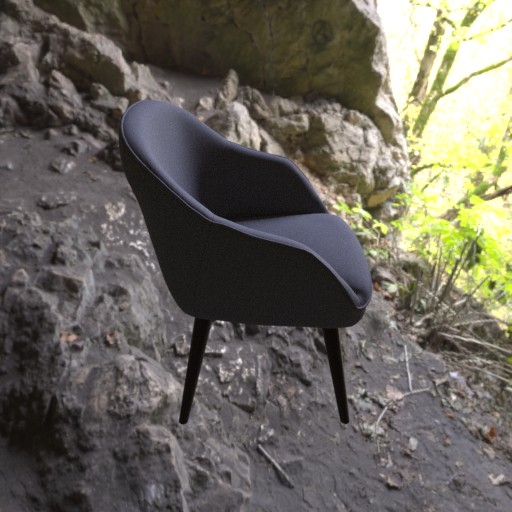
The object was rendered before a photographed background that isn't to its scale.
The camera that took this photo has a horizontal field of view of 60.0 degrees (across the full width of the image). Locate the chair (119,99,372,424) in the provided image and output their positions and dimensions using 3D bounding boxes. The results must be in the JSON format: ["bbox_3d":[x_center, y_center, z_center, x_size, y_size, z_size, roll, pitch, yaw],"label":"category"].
[{"bbox_3d":[0.000,0.000,1.244,0.611,0.810,0.589,0,31,0],"label":"chair"}]
